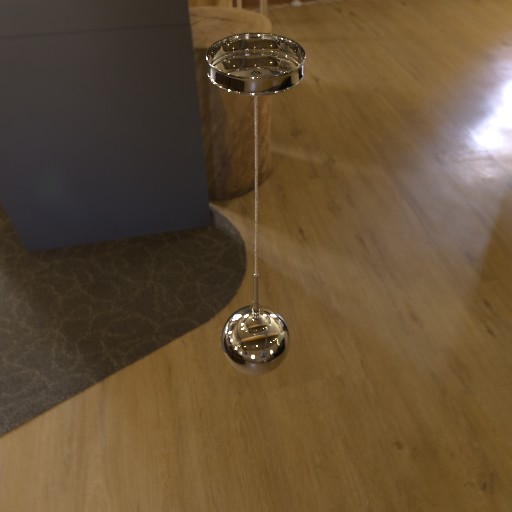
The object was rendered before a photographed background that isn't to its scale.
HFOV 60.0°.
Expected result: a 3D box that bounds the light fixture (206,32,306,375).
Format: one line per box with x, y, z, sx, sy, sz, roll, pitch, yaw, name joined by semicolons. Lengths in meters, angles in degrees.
0.000;0.000;1.686;0.336;1.538;0.336;2;49;2;light fixture
